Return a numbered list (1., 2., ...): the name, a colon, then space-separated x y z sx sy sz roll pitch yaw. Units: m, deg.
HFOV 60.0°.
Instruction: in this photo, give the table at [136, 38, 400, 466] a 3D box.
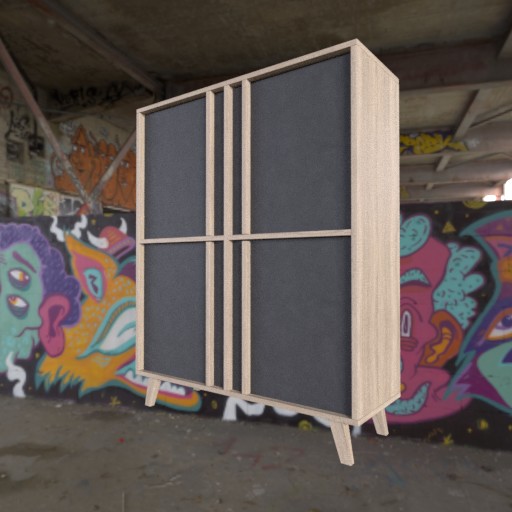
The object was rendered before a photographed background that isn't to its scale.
1. table: 0.000 0.000 1.909 1.111 1.388 0.398 -1 -1 37
